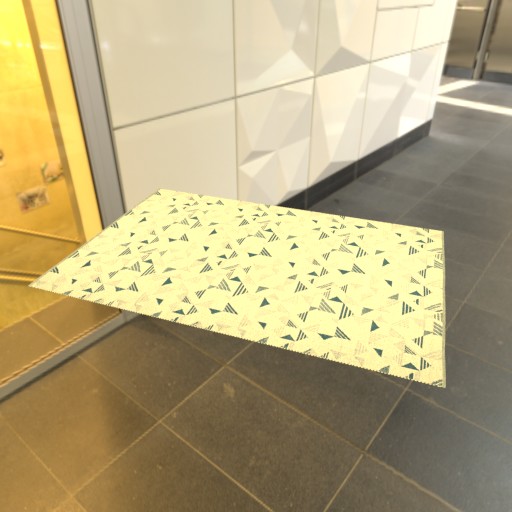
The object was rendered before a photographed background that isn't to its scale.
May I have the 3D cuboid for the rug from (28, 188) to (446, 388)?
[{"bbox_3d":[0.000,0.000,2.285,1.835,0.003,1.206,11,33,16],"label":"rug"}]
